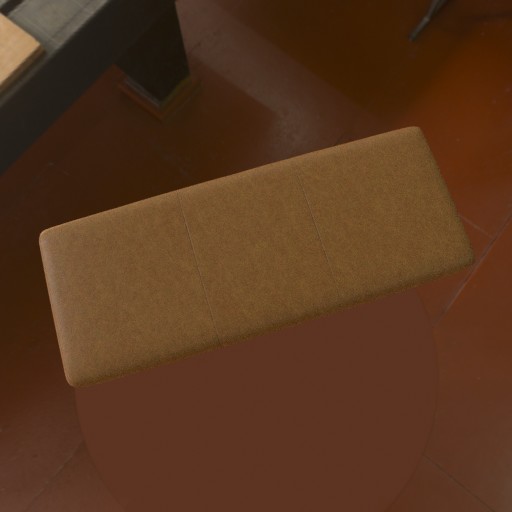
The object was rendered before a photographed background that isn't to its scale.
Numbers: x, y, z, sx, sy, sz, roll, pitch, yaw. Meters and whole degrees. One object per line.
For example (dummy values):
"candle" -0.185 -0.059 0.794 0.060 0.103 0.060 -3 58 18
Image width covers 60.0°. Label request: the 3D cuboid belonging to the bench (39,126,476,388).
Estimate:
"bench" 0.000 0.000 1.868 1.610 0.399 0.653 -16 77 -4
